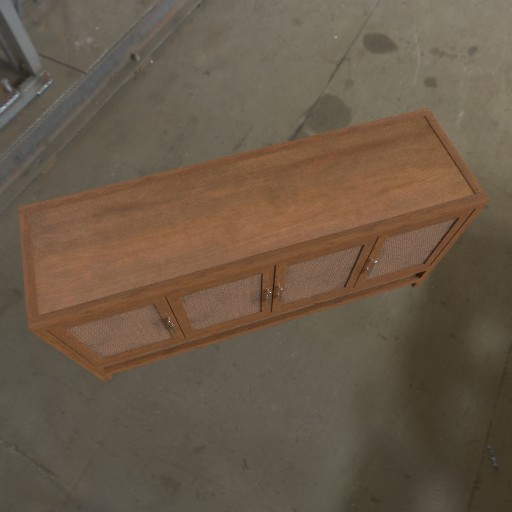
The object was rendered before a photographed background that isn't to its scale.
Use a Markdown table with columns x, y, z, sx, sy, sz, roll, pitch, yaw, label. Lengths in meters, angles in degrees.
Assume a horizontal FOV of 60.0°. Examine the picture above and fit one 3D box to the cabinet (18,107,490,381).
| x | y | z | sx | sy | sz | roll | pitch | yaw | label |
| --- | --- | --- | --- | --- | --- | --- | --- | --- | --- |
| 0.000 | 0.000 | 2.029 | 1.708 | 0.820 | 0.522 | -16 | 64 | -8 | cabinet |
